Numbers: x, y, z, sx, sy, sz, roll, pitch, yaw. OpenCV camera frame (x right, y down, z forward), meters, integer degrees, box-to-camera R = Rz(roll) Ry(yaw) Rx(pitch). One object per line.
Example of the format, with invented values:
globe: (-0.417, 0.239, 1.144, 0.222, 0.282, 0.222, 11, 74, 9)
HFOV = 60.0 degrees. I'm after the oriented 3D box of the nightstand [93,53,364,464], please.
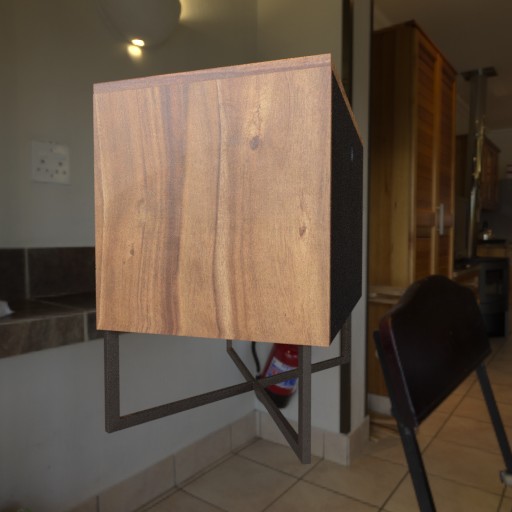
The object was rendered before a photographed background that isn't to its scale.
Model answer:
nightstand: (0.000, 0.000, 1.010, 0.427, 0.615, 0.613, 1, 2, 18)
